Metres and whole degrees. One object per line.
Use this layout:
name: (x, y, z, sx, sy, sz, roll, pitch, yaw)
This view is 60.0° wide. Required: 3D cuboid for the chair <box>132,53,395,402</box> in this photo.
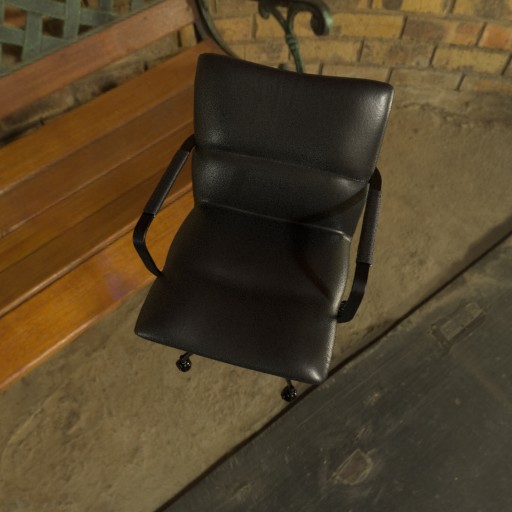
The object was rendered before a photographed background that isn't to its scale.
chair: (0.000, 0.000, 1.443, 0.719, 0.922, 0.748, 13, 58, 8)
